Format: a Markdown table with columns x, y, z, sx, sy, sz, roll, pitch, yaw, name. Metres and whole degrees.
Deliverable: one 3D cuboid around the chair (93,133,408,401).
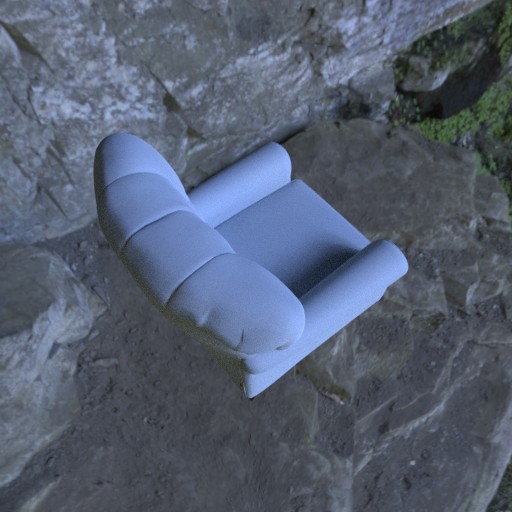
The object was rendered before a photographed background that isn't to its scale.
| x | y | z | sx | sy | sz | roll | pitch | yaw | name |
| --- | --- | --- | --- | --- | --- | --- | --- | --- | --- |
| 0.000 | 0.000 | 2.099 | 1.128 | 1.217 | 1.090 | -34 | 64 | -19 | chair |
